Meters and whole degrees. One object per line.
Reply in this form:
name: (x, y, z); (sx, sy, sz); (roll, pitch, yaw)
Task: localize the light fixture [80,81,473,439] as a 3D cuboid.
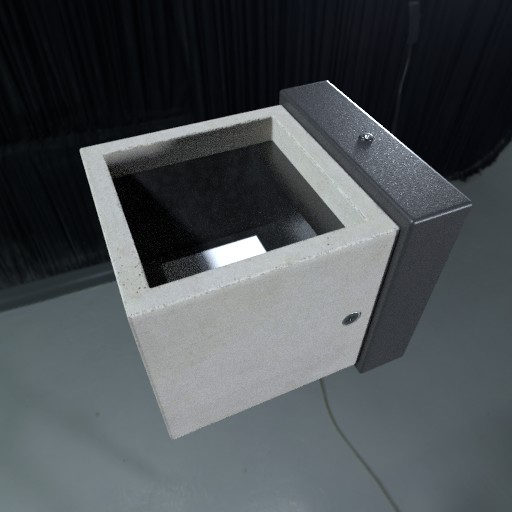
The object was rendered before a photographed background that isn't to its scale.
light fixture: (0.000, 0.000, 0.243); (0.143, 0.121, 0.121); (-18, 49, -16)
